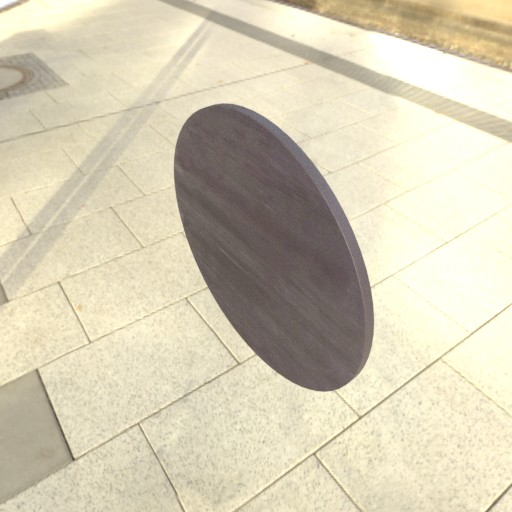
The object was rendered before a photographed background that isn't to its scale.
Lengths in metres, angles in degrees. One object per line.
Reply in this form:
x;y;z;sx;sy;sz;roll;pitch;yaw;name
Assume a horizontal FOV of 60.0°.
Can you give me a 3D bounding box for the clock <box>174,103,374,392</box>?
0.000;0.000;0.892;0.029;0.595;0.595;-27;48;-27;clock
